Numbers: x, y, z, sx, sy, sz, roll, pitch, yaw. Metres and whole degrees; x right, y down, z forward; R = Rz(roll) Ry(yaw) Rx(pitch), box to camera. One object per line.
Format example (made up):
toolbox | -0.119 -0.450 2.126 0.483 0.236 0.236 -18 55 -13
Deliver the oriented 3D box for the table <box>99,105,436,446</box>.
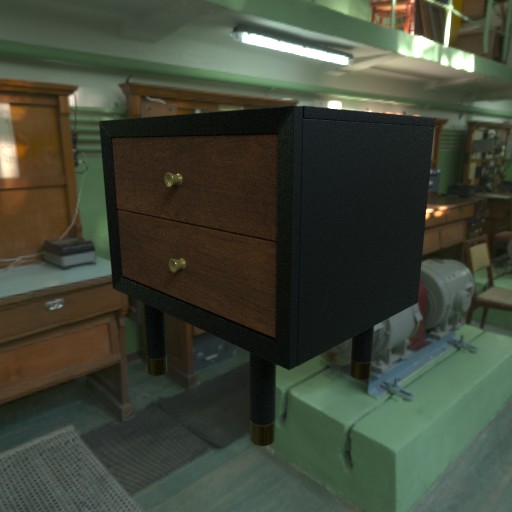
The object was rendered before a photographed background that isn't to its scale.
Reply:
table | 0.000 0.000 0.989 0.441 0.584 0.564 -14 19 -43
